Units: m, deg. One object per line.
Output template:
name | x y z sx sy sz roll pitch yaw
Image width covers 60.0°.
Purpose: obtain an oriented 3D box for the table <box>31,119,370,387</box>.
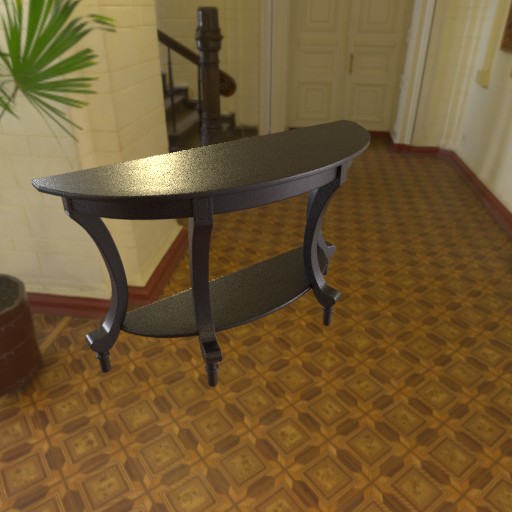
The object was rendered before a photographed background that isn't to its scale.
table | 0.000 0.000 1.522 1.198 0.692 0.394 -20 35 -32
